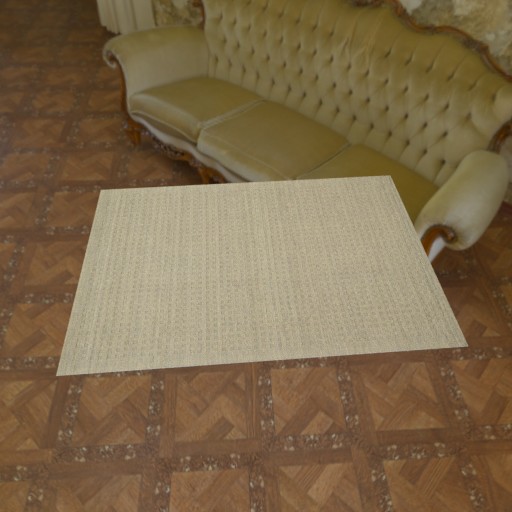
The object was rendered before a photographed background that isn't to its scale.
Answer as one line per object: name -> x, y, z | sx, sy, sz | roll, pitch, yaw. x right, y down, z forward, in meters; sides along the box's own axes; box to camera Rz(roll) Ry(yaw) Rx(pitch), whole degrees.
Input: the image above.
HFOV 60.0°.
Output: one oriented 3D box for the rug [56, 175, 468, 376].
rug -> 0.000, 0.000, 3.765 | 2.895, 0.006, 1.981 | -3, 48, -3
